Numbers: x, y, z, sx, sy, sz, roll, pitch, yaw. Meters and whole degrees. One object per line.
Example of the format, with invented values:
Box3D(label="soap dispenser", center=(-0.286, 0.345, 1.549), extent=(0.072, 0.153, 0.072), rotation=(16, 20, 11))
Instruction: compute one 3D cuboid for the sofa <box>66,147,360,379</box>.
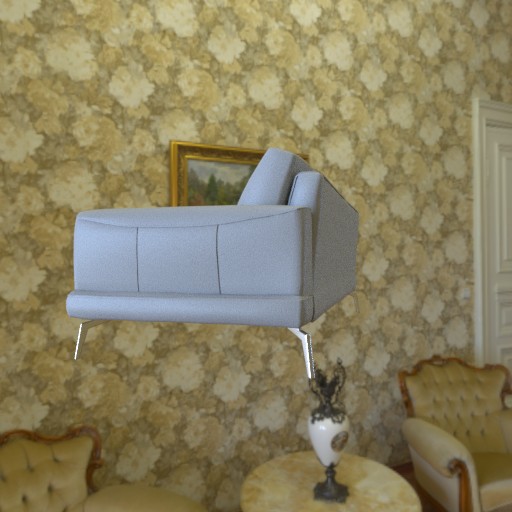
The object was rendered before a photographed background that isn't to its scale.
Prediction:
Box3D(label="sofa", center=(0.000, 0.000, 2.775), extent=(1.121, 0.930, 2.177), rotation=(0, 0, 18))
